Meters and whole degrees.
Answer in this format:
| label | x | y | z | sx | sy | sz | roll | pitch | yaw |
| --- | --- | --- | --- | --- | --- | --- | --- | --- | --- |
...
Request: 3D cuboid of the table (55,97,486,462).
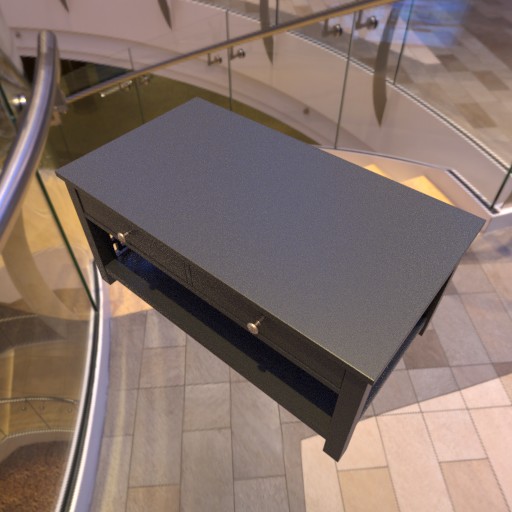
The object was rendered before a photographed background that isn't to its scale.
| label | x | y | z | sx | sy | sz | roll | pitch | yaw |
| --- | --- | --- | --- | --- | --- | --- | --- | --- | --- |
| table | 0.000 | 0.000 | 1.415 | 1.068 | 0.493 | 0.612 | 31 | 54 | 26 |
